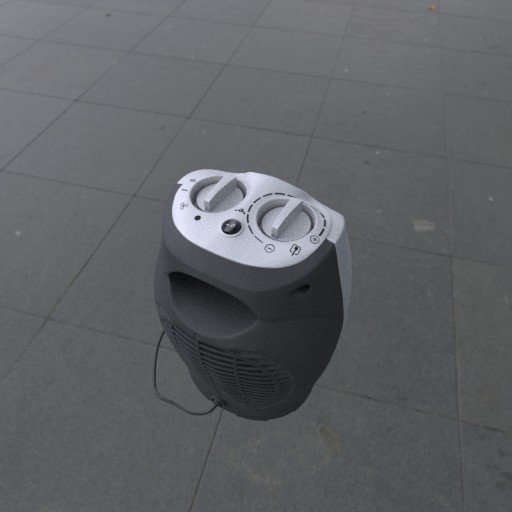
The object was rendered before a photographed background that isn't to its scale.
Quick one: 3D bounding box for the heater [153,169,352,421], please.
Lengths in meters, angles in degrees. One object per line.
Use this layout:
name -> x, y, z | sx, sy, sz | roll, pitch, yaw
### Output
heater -> 0.000, 0.000, 0.481 | 0.239, 0.255, 0.291 | 23, 51, 20
